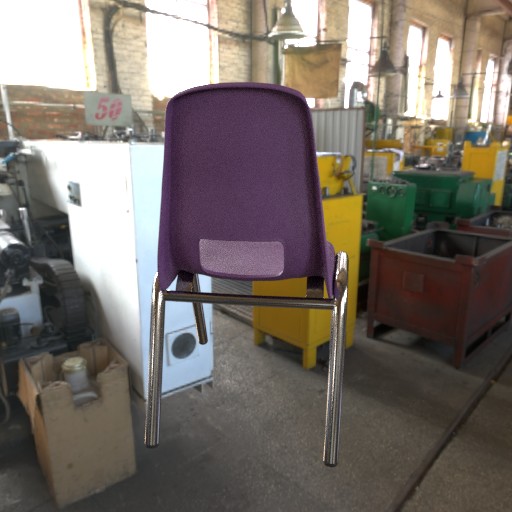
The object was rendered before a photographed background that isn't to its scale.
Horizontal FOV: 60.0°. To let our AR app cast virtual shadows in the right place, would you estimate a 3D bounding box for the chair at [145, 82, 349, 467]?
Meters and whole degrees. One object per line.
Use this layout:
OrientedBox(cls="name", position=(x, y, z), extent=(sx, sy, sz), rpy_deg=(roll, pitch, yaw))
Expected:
OrientedBox(cls="chair", position=(0.000, 0.000, 0.851), extent=(0.356, 0.584, 0.419), rpy_deg=(2, 15, 8))
